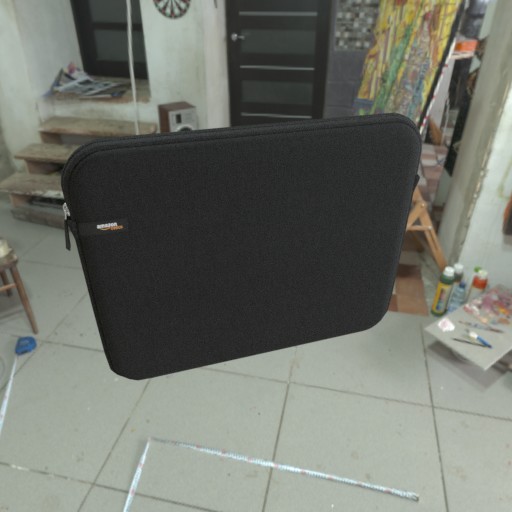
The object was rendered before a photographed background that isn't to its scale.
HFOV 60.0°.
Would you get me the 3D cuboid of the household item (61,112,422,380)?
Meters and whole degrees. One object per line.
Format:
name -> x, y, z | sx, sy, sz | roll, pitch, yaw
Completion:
household item -> 0.000, 0.000, 0.518 | 0.396, 0.305, 0.030 | -9, 34, -14
